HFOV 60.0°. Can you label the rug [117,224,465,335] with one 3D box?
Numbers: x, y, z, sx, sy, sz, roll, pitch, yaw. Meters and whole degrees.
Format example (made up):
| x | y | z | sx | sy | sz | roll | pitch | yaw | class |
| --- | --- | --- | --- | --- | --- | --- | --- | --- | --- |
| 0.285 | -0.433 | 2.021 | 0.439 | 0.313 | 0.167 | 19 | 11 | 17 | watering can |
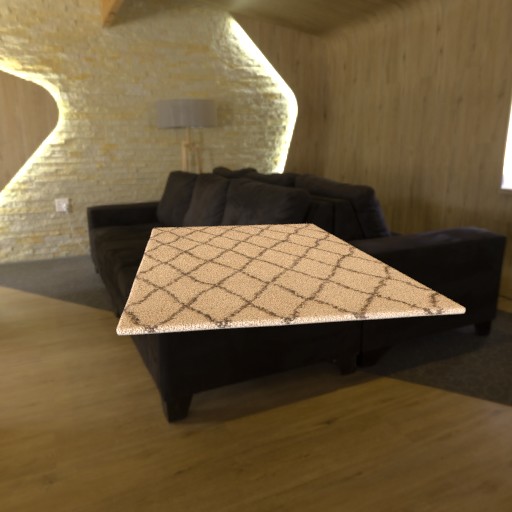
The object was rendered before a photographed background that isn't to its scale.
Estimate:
| x | y | z | sx | sy | sz | roll | pitch | yaw | class |
| --- | --- | --- | --- | --- | --- | --- | --- | --- | --- |
| 0.000 | 0.000 | 3.040 | 1.524 | 0.030 | 2.438 | -2 | 13 | -9 | rug |
